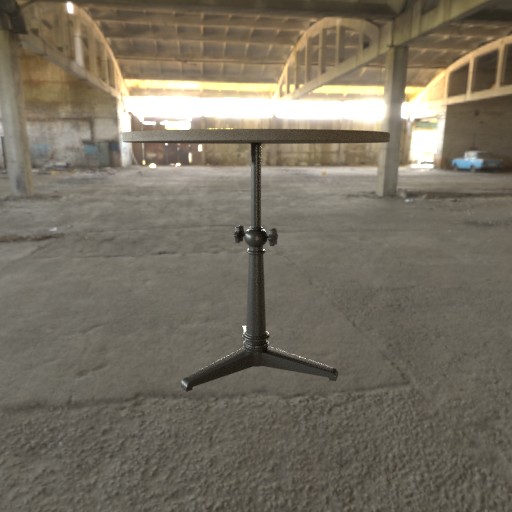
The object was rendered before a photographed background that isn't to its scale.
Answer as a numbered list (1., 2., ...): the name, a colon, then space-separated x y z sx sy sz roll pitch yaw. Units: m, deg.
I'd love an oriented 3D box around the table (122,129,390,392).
1. table: 0.000 0.000 1.471 0.800 0.780 0.800 0 14 0
